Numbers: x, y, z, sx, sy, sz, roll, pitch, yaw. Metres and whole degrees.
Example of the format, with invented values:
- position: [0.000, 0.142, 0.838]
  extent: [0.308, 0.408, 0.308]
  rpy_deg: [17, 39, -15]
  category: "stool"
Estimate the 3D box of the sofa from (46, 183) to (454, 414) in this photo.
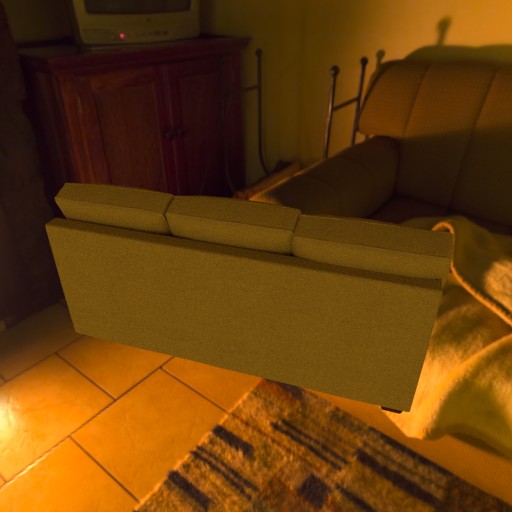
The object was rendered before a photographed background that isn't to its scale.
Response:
- position: [0.000, 0.000, 2.774]
  extent: [2.092, 1.036, 1.127]
  rpy_deg: [9, 32, 15]
  category: "sofa"
